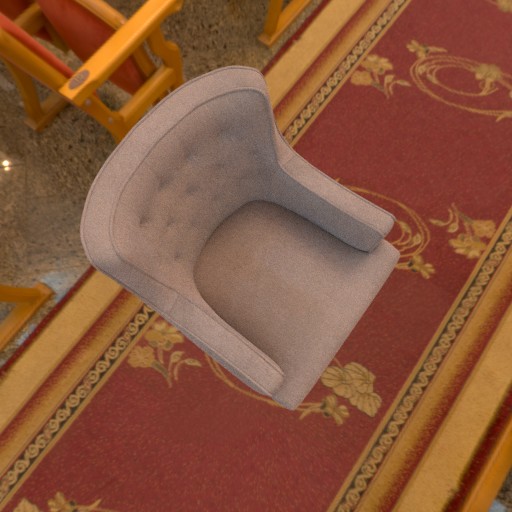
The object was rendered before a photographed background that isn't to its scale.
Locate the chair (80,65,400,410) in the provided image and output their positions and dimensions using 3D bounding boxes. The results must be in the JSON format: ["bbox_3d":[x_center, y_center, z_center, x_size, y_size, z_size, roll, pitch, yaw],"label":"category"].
[{"bbox_3d":[0.000,0.000,1.658,0.910,0.919,0.781,36,78,9],"label":"chair"}]
